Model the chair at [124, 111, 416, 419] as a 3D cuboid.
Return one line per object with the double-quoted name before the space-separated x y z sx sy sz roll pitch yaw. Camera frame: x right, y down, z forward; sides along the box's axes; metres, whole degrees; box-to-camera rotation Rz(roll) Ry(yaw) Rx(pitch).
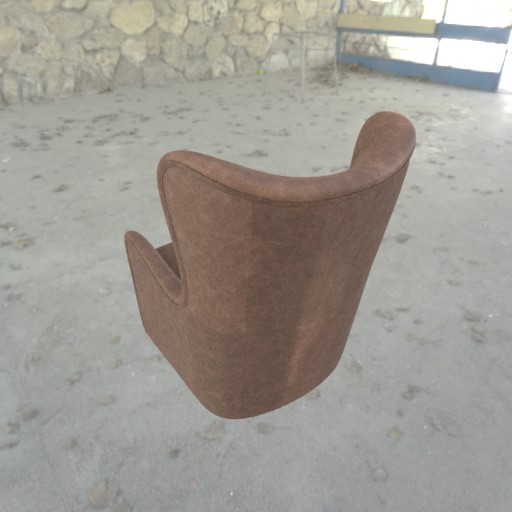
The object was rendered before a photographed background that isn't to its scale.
"chair" 0.000 0.000 1.720 0.831 1.079 0.930 -19 35 -30
